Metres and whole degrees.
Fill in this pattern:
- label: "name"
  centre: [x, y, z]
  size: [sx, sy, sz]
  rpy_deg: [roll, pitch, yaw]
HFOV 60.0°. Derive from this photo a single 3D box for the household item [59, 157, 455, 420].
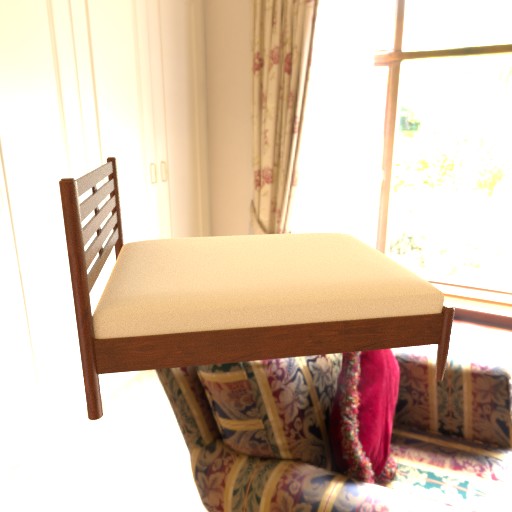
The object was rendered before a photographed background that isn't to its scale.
- label: "household item"
  centre: [0.000, 0.000, 3.283]
  size: [2.232, 1.356, 1.663]
  rpy_deg: [-3, 17, -10]
